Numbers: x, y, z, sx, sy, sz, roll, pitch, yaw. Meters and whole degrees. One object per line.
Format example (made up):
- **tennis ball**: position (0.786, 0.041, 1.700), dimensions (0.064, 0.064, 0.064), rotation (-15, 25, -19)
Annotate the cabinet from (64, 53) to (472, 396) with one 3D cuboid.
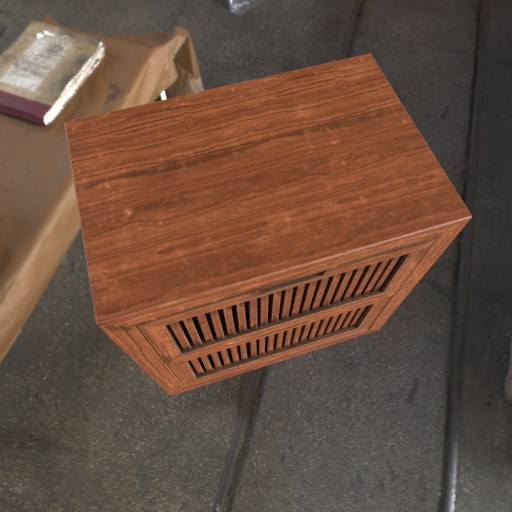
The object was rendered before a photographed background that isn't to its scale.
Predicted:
- **cabinet**: position (0.000, 0.000, 1.072), dimensions (0.607, 0.695, 0.410), rotation (-16, 64, -8)
